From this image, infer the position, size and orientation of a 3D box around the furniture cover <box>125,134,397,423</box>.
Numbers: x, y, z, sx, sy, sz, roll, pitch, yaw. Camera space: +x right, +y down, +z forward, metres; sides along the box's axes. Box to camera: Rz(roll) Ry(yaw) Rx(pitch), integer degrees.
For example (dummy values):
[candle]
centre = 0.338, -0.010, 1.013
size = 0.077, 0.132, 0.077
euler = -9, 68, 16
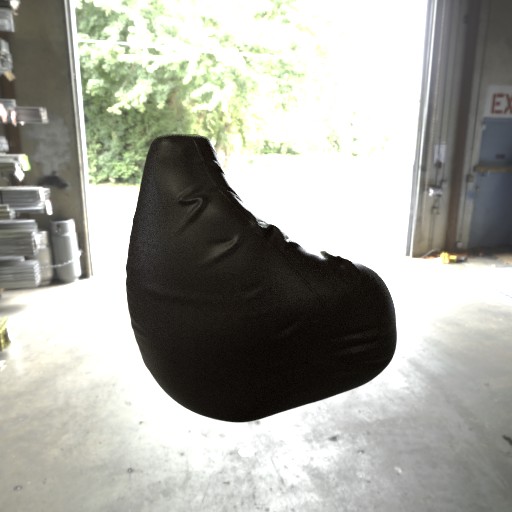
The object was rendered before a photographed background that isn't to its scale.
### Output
[furniture cover]
centre = 0.000, 0.000, 1.875
size = 1.070, 0.990, 1.070
euler = -7, 15, -26
